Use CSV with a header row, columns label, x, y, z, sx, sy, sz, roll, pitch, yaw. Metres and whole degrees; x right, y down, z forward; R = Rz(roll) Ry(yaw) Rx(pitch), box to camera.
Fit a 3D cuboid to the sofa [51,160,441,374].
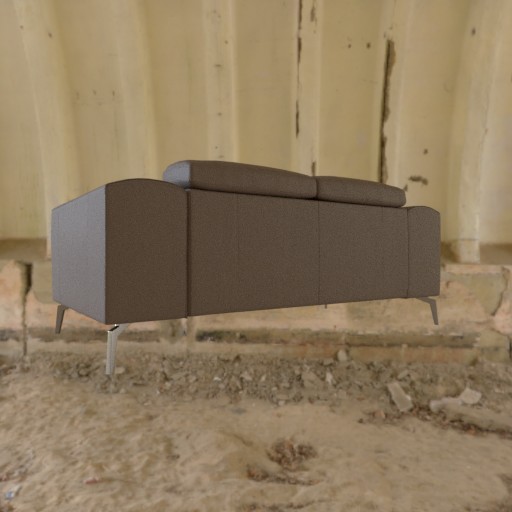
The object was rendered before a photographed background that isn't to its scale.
label,x,y,z,sx,sy,sz,roll,pitch,yaw
sofa,0.000,0.000,2.381,1.895,0.779,1.003,0,0,-34
